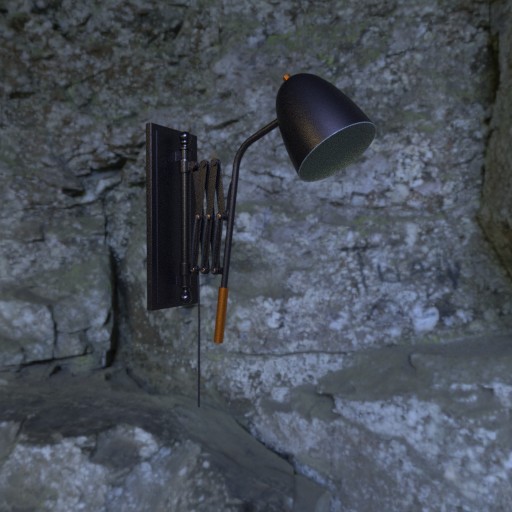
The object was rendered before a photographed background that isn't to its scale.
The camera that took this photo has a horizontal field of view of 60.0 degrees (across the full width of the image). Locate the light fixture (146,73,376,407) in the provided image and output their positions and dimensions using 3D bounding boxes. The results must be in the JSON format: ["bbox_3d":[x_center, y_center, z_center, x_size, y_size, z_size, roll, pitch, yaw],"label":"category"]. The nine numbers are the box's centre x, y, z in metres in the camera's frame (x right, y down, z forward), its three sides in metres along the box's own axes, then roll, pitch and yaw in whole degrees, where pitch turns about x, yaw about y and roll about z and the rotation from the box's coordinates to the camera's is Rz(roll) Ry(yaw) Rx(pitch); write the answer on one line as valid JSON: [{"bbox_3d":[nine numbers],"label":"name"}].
[{"bbox_3d":[0.000,0.000,0.923,0.499,0.715,0.162,1,2,35],"label":"light fixture"}]
